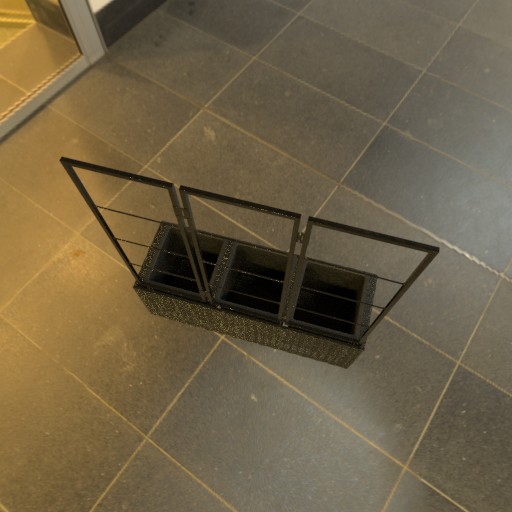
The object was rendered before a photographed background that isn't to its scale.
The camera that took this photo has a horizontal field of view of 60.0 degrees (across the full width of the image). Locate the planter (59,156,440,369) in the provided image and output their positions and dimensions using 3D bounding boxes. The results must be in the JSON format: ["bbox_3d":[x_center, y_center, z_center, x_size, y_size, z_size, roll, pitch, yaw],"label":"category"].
[{"bbox_3d":[0.000,0.000,1.169,0.698,0.841,0.244,14,65,7],"label":"planter"}]
